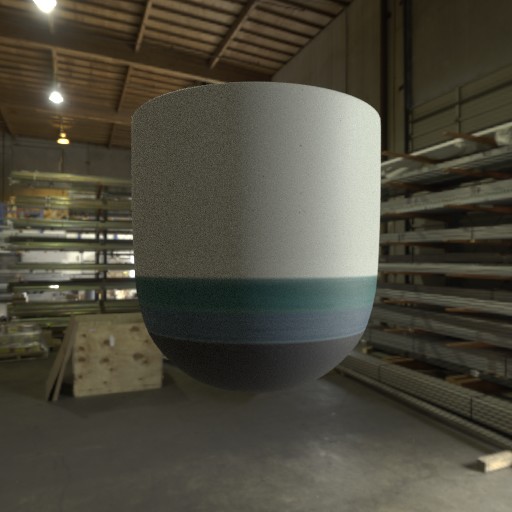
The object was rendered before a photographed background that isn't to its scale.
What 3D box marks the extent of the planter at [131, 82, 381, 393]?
[{"bbox_3d":[0.000,0.000,0.375,0.204,0.214,0.204,0,-1,0],"label":"planter"}]
